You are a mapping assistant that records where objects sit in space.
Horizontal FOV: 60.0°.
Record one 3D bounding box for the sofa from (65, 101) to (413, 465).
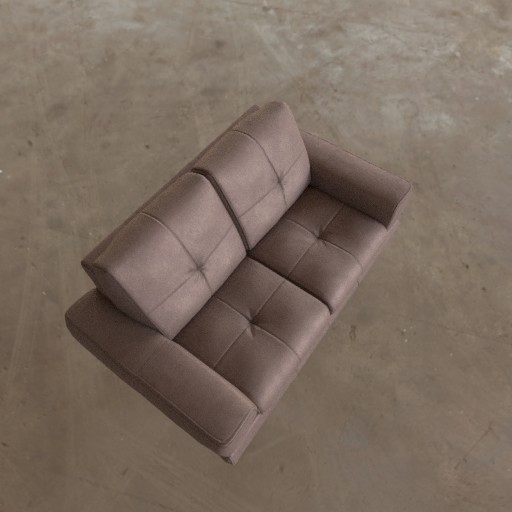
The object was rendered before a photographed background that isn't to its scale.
[{"bbox_3d":[0.000,0.000,2.393,1.018,0.907,1.806,32,63,18],"label":"sofa"}]
